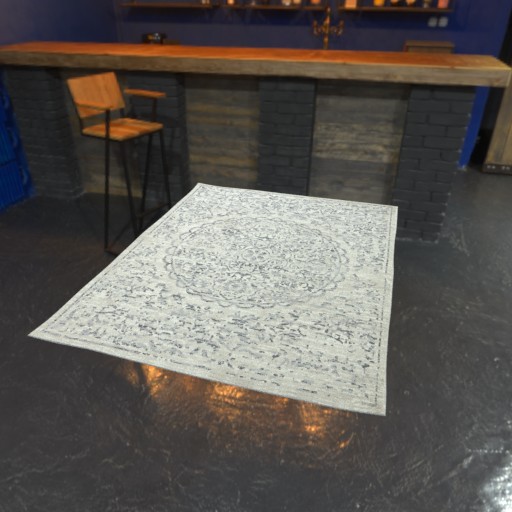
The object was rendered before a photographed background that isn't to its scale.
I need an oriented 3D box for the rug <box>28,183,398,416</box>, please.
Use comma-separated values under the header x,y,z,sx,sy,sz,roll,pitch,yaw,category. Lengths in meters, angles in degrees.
x,y,z,sx,sy,sz,roll,pitch,yaw,category
0.000,0.000,3.899,2.343,0.026,2.925,9,32,14,rug
